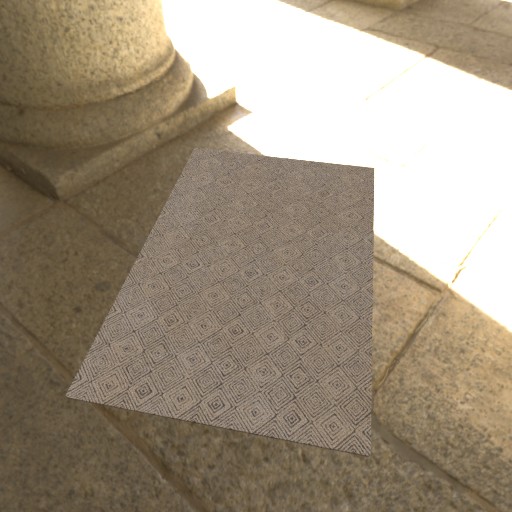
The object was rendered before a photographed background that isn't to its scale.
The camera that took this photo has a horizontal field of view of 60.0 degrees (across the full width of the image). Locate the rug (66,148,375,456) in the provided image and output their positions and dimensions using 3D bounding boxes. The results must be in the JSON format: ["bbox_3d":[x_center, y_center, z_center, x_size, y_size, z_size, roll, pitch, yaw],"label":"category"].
[{"bbox_3d":[0.000,0.000,2.260,1.175,0.008,1.783,8,47,8],"label":"rug"}]
